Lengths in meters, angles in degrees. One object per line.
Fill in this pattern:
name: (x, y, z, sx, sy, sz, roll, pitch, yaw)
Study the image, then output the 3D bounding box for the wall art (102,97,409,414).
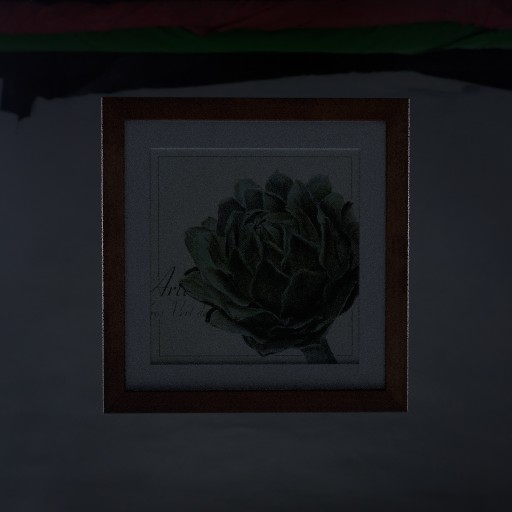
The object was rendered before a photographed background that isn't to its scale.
wall art: (0.000, 0.000, 0.820, 0.554, 0.572, 0.037, 0, 1, -1)
